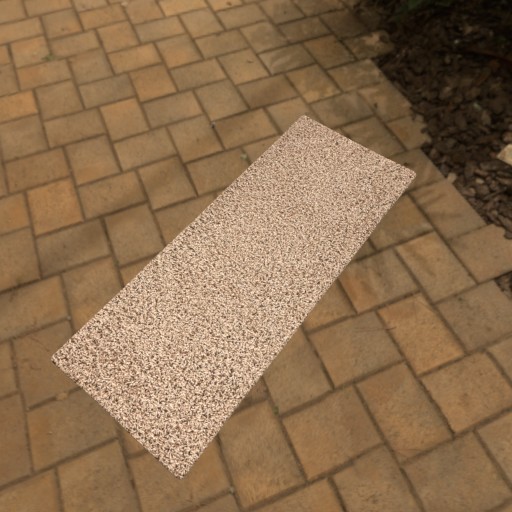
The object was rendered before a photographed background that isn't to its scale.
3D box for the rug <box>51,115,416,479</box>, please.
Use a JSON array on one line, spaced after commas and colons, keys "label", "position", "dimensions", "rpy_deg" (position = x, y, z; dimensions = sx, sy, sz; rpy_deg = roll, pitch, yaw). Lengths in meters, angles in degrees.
[{"label": "rug", "position": [0.000, 0.000, 1.733], "dimensions": [0.609, 0.030, 1.524], "rpy_deg": [34, 65, 18]}]
